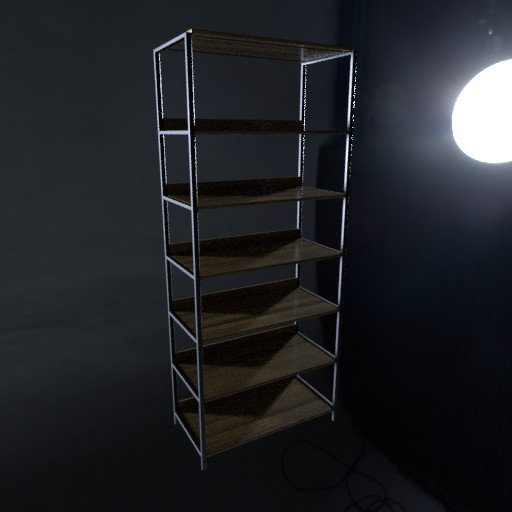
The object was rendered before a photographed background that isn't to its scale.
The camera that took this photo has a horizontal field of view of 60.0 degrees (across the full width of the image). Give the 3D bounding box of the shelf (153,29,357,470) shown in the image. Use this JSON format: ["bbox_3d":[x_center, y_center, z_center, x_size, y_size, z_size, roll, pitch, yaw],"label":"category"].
[{"bbox_3d":[0.000,0.000,2.331,0.847,2.015,0.431,-8,18,-28],"label":"shelf"}]
